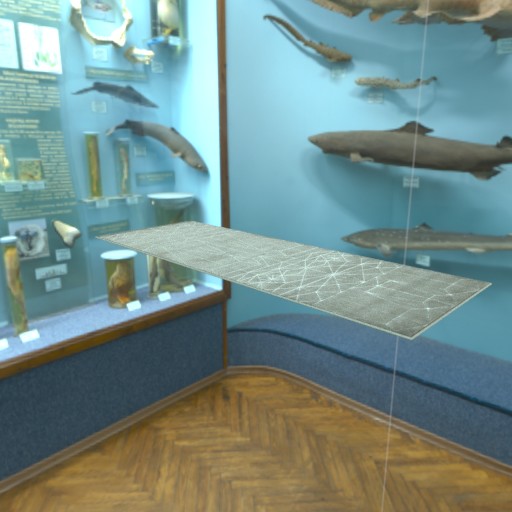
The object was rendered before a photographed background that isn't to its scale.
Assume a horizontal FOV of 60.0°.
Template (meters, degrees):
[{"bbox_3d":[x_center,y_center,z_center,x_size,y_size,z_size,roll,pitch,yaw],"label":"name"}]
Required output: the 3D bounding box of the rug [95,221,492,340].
[{"bbox_3d":[0.000,0.000,2.680,2.388,0.012,0.864,14,21,42],"label":"rug"}]
